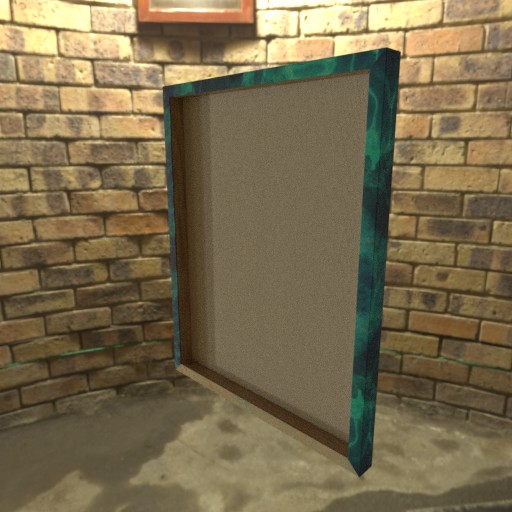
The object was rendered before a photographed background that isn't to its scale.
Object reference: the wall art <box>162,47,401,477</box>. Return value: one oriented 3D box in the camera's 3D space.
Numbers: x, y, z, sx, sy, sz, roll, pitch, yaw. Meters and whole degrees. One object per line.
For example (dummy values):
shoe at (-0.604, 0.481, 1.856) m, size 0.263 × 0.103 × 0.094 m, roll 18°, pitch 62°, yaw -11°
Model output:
wall art at (0.000, 0.000, 0.822) m, size 0.038 × 0.635 × 0.508 m, roll -13°, pitch 19°, yaw -43°
